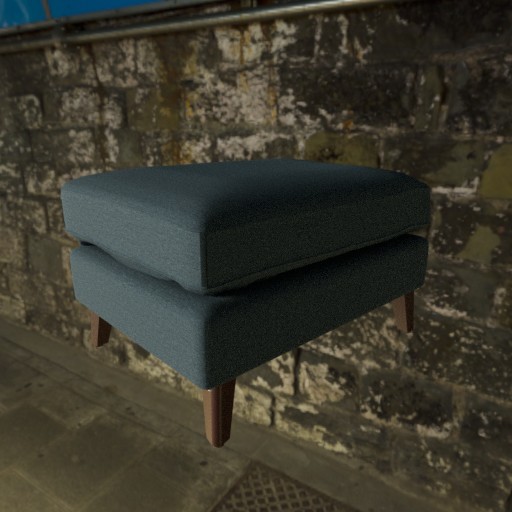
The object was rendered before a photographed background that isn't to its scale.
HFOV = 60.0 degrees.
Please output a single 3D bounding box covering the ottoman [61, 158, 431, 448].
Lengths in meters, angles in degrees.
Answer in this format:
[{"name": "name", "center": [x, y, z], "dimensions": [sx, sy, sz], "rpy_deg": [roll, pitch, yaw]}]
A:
[{"name": "ottoman", "center": [0.000, 0.000, 1.248], "dimensions": [0.835, 0.503, 0.629], "rpy_deg": [-15, 22, -40]}]
